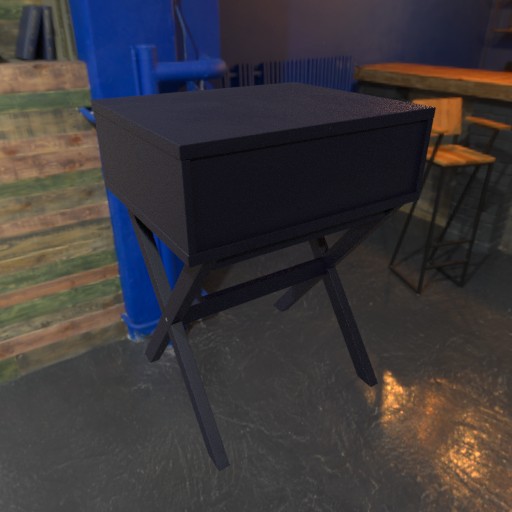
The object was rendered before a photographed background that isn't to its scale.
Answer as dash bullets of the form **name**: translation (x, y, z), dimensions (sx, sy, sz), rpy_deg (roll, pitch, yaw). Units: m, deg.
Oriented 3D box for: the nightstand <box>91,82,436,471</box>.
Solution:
- **nightstand**: translation (0.000, 0.000, 0.944), dimensions (0.479, 0.623, 0.402), rpy_deg (-17, 33, -28)
